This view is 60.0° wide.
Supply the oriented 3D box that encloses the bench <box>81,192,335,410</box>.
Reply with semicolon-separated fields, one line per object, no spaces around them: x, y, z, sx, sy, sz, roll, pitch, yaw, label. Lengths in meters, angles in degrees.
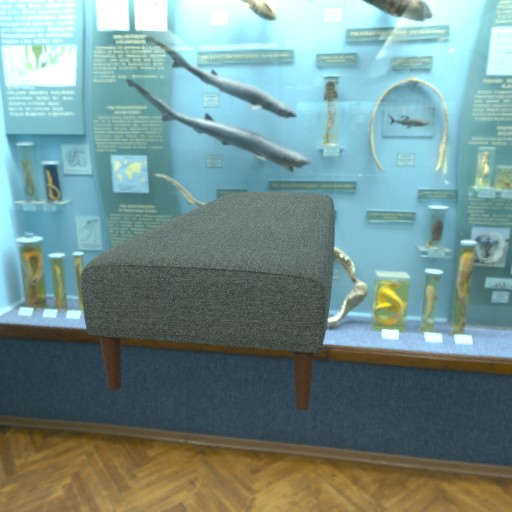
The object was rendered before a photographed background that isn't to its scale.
0.000;0.000;1.824;0.631;0.384;1.598;3;14;10;bench
